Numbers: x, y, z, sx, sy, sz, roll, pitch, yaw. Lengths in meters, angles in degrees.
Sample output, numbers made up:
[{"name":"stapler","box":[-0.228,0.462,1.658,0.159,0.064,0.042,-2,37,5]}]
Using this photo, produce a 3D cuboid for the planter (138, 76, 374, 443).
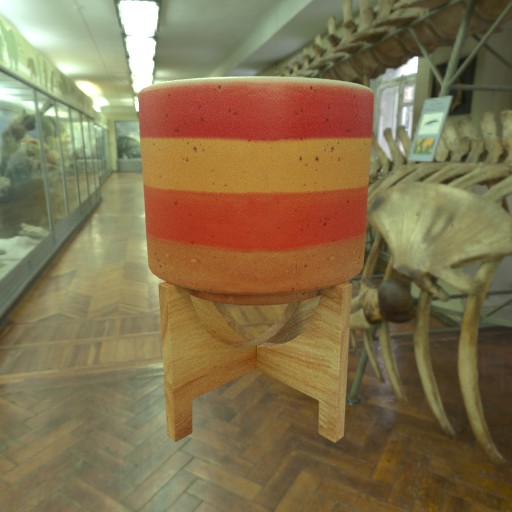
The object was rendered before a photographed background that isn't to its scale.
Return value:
[{"name":"planter","box":[0.000,0.000,0.544,0.269,0.379,0.269,0,14,0]}]
